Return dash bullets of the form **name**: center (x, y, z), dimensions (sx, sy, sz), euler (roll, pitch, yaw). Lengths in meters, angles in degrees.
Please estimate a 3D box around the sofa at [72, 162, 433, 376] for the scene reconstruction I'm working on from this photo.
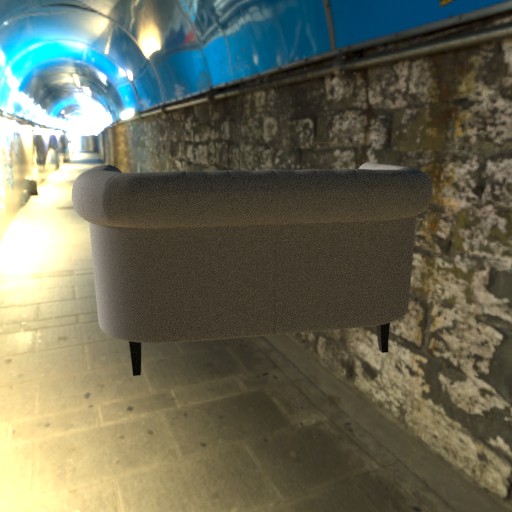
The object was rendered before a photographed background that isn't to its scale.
- **sofa**: center (0.000, 0.000, 2.065), dimensions (1.558, 0.827, 0.835), euler (-3, 15, -10)
